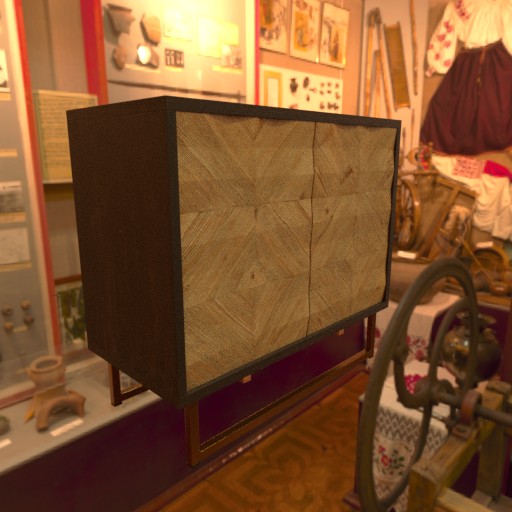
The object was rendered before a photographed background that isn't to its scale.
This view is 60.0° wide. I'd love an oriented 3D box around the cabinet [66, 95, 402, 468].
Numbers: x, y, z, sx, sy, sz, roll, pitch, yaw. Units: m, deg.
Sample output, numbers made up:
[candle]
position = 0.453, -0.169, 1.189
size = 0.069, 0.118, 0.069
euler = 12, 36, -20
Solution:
[cabinet]
position = 0.000, 0.000, 1.424
size = 0.451, 0.860, 0.950
euler = 13, 18, 43
